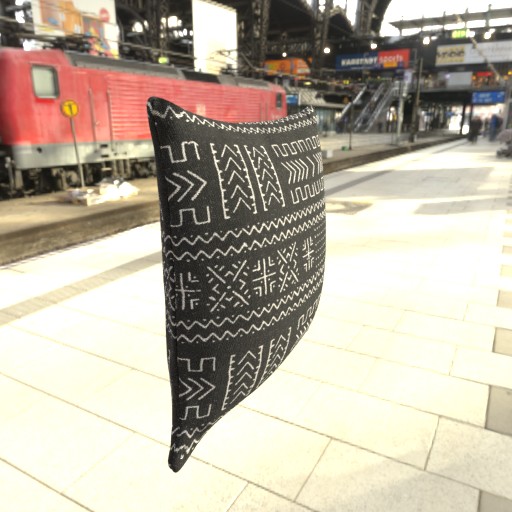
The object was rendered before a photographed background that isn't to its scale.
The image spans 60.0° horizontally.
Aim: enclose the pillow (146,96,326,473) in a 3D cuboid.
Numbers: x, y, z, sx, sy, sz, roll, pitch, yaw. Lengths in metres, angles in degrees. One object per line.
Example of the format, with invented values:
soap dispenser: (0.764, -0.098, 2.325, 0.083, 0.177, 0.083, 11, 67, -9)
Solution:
pillow: (0.000, 0.000, 0.648, 0.164, 0.430, 0.438, 9, 19, 26)
